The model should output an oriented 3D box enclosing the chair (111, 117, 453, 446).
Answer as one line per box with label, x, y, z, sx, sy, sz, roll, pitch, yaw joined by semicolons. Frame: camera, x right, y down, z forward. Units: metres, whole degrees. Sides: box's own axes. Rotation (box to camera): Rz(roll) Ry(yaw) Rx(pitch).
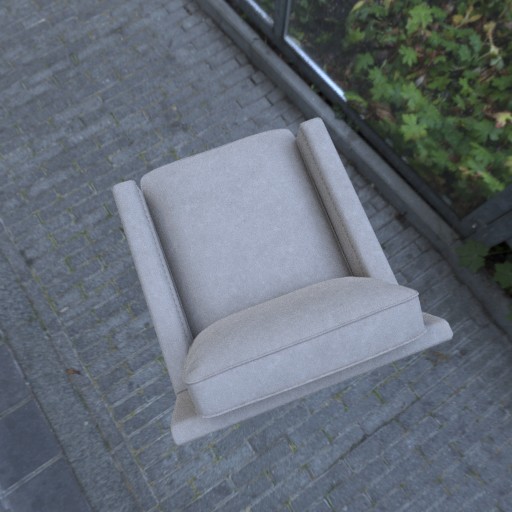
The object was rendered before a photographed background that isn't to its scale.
chair;0.000;0.000;1.670;0.853;0.943;1.014;-20;76;-5
